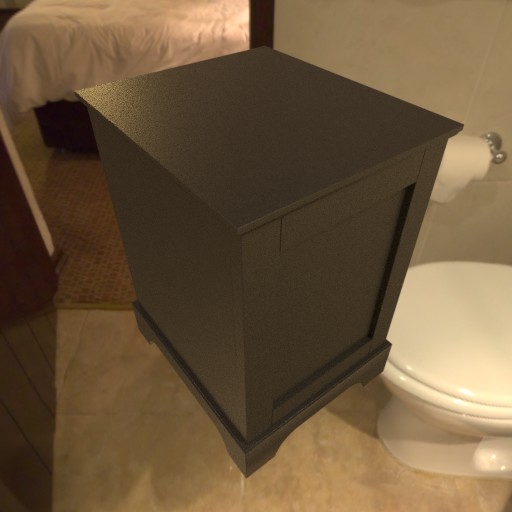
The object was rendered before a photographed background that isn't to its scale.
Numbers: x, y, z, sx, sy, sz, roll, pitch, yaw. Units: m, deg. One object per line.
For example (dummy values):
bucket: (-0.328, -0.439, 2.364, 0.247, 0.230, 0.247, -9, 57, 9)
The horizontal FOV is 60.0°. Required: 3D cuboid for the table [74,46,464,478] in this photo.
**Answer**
table: (0.000, 0.000, 0.879, 0.399, 0.610, 0.460, -27, 48, -27)
